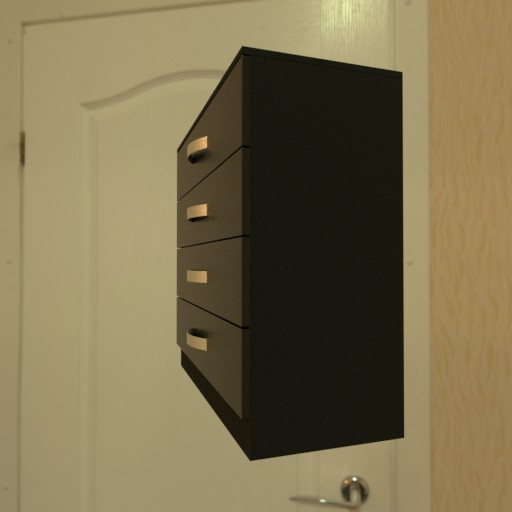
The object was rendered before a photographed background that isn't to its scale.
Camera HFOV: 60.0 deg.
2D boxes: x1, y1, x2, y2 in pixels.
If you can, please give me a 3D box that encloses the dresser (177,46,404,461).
[{"bbox_3d":[0.000,0.000,1.169,0.360,0.720,0.750,0,-1,-19],"label":"dresser"}]
